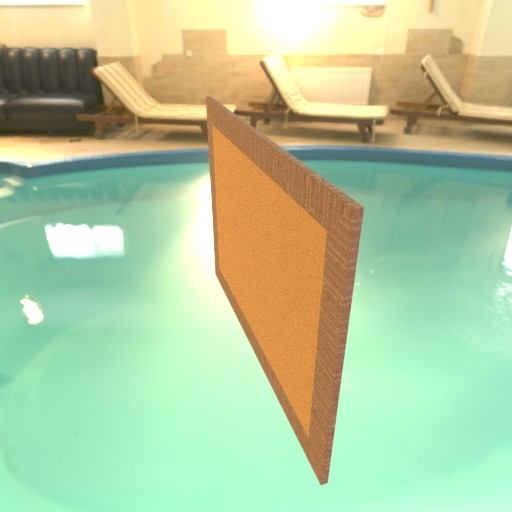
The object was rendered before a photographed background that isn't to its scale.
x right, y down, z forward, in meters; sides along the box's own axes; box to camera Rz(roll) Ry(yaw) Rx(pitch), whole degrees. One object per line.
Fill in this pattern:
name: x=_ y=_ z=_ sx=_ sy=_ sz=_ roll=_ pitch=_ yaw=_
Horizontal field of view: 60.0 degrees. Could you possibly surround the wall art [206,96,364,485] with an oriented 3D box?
wall art: x=0.000 y=0.000 z=1.363 sx=0.020 sy=0.761 sz=1.056 roll=-10 pitch=31 yaw=-17
